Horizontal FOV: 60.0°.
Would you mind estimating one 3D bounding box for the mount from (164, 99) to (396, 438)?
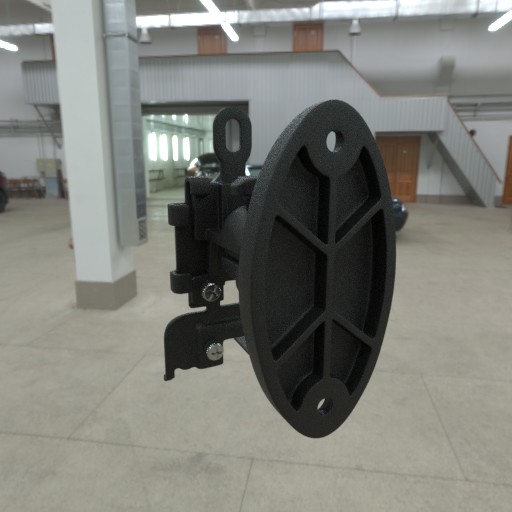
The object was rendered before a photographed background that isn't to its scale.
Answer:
[{"bbox_3d":[0.000,0.000,0.177,0.066,0.118,0.100,-6,14,-26],"label":"mount"}]
